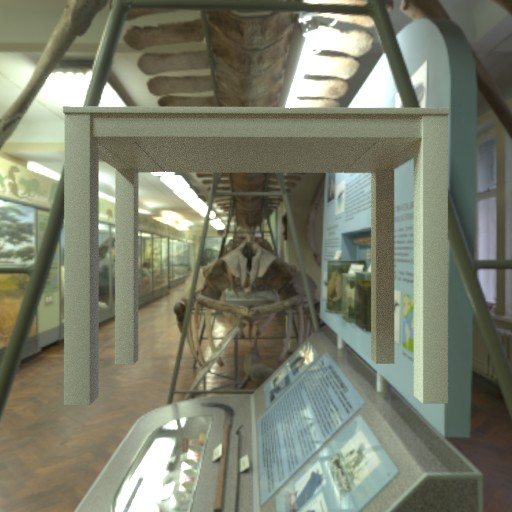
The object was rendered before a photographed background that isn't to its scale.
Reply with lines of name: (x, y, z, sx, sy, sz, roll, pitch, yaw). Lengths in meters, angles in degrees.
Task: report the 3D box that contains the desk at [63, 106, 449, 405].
desk: (0.000, 0.000, 1.383, 0.990, 0.762, 0.497, 0, 0, -1)
